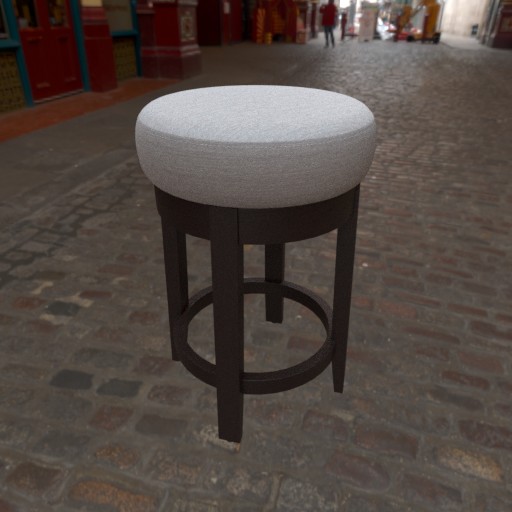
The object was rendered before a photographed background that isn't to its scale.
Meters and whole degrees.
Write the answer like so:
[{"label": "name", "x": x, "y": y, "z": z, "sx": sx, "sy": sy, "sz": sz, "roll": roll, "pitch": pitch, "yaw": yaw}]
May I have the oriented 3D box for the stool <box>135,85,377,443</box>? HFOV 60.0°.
[{"label": "stool", "x": 0.000, "y": 0.000, "z": 0.966, "sx": 0.443, "sy": 0.672, "sz": 0.443, "roll": 0, "pitch": 29, "yaw": 0}]
